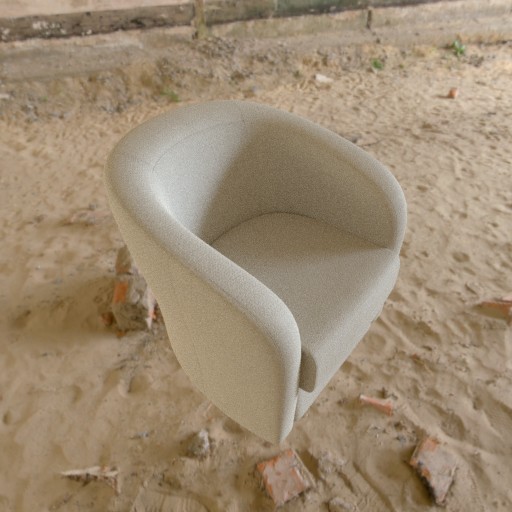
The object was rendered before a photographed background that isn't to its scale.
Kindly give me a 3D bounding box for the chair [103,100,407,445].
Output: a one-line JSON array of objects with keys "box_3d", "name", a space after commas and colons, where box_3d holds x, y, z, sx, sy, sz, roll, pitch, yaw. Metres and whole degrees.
[{"box_3d": [0.000, 0.000, 1.462, 0.815, 0.771, 0.791, 27, 48, 28], "name": "chair"}]
